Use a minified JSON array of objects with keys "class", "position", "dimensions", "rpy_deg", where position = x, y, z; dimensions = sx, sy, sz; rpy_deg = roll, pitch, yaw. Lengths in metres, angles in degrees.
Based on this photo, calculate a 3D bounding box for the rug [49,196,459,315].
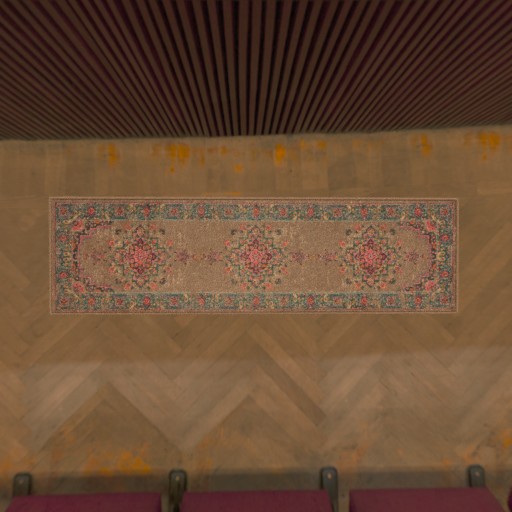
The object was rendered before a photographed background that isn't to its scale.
[{"class":"rug","position":[0.000,0.000,2.483],"dimensions":[2.297,0.019,0.659],"rpy_deg":[0,91,-1]}]
